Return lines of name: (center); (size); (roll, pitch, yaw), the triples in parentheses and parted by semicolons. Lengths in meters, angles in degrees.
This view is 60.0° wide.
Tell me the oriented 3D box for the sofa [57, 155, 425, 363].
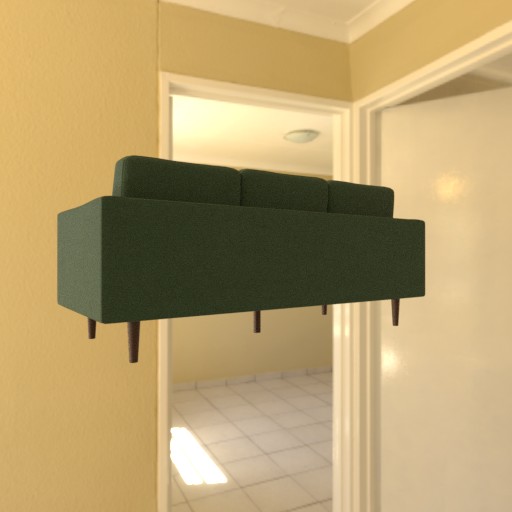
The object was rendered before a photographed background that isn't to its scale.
sofa: (0.000, 0.000, 2.609); (2.029, 0.899, 0.879); (0, 0, -35)
